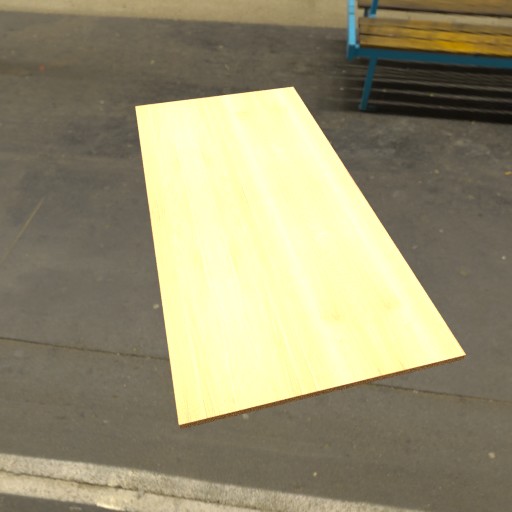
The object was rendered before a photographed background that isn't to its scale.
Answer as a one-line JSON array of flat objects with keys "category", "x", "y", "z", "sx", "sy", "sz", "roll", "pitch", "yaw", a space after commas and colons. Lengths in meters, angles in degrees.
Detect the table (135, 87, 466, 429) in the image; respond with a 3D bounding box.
[{"category": "table", "x": 0.000, "y": 0.000, "z": 2.177, "sx": 0.900, "sy": 0.750, "sz": 1.800, "roll": -11, "pitch": 48, "yaw": -10}]
